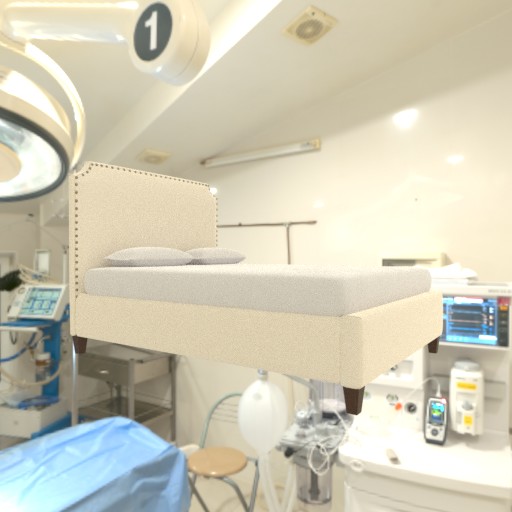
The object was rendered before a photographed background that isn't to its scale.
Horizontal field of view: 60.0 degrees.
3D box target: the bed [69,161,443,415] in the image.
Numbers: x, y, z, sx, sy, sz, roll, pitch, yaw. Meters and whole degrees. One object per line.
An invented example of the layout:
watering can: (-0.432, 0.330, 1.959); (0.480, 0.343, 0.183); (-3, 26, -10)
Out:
bed: (0.000, 0.000, 3.422); (2.372, 1.497, 1.712); (0, 1, 35)
